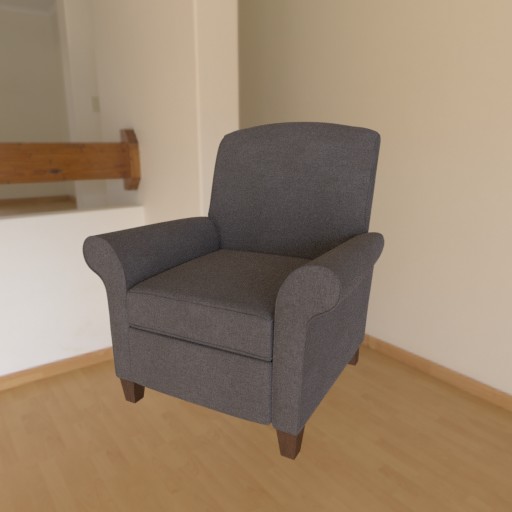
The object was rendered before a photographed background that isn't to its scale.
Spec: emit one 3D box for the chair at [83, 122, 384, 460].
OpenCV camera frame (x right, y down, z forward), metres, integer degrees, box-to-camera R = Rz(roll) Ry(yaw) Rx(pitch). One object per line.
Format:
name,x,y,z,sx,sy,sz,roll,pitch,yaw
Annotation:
chair,0.000,0.000,1.780,0.978,1.061,0.905,8,16,27
